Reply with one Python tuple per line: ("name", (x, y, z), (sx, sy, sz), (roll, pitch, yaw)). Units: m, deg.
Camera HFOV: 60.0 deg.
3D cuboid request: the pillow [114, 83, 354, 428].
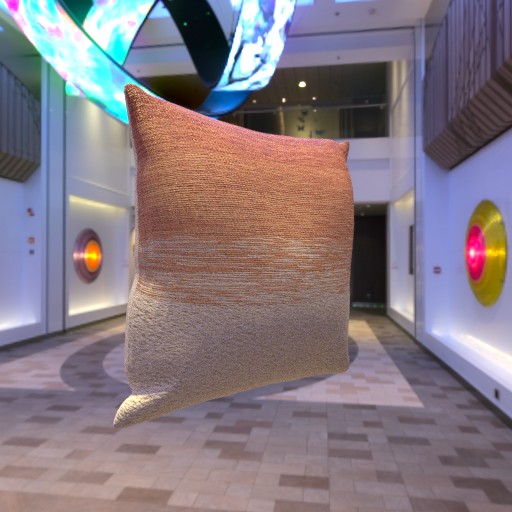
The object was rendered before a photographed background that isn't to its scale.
("pillow", (0.000, 0.000, 0.688), (0.440, 0.441, 0.182), (0, 0, -37))
